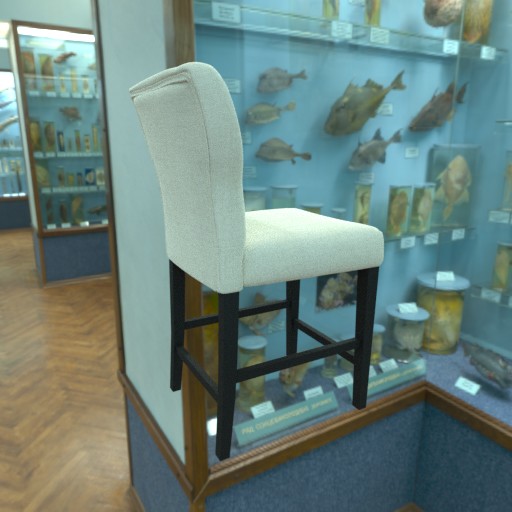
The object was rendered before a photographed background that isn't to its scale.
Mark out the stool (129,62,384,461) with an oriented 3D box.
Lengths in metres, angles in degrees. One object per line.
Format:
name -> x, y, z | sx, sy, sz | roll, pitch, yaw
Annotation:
stool -> 0.000, 0.000, 1.320 | 0.603, 0.972, 0.514 | -8, 17, -28
